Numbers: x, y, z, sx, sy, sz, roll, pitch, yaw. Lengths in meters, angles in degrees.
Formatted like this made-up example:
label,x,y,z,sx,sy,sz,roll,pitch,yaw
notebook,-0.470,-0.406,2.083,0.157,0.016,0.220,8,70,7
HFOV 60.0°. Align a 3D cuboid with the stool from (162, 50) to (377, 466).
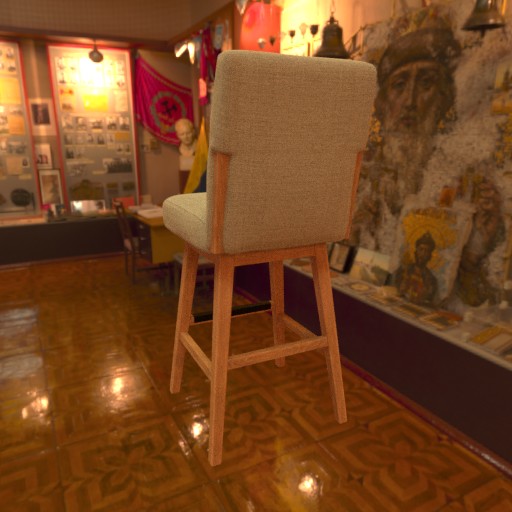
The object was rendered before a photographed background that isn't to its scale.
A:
label,x,y,z,sx,sy,sz,roll,pitch,yaw
stool,0.000,0.000,1.413,0.483,1.106,0.569,-7,16,-25
